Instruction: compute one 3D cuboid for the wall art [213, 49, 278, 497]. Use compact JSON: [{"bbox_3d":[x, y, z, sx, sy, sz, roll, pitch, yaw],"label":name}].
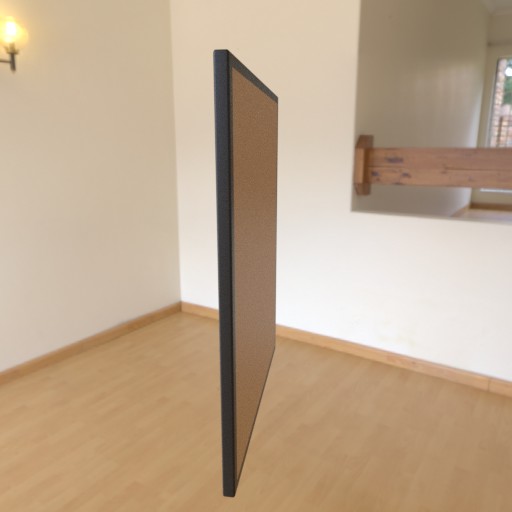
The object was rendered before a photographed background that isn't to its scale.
[{"bbox_3d":[0.000,0.000,0.784,0.018,0.582,0.481,2,14,9],"label":"wall art"}]
